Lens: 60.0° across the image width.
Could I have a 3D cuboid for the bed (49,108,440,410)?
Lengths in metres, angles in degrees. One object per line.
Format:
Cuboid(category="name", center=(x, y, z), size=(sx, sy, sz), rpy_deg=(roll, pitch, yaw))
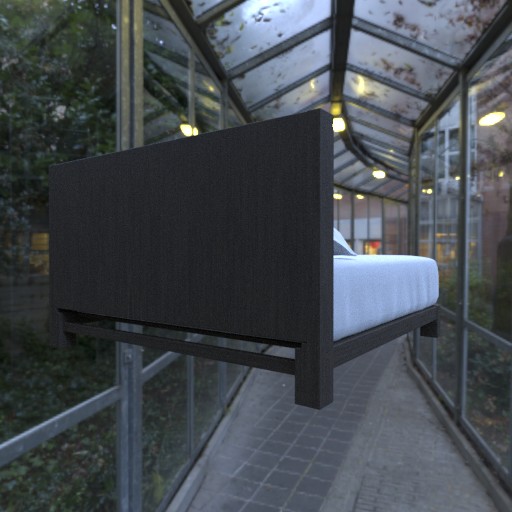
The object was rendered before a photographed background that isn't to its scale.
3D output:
Cuboid(category="bed", center=(0.000, 0.000, 3.301), size=(2.134, 1.270, 2.012), rpy_deg=(0, 1, 36))
